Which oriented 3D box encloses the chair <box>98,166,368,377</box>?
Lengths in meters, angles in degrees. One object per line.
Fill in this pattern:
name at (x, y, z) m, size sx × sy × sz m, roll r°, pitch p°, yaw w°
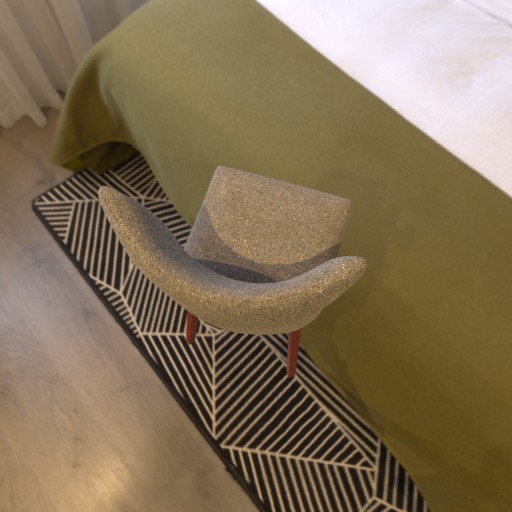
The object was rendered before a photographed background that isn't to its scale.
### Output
chair at (0.000, 0.000, 1.307) m, size 0.535 × 0.924 × 0.623 m, roll 16°, pitch 64°, yaw 8°
